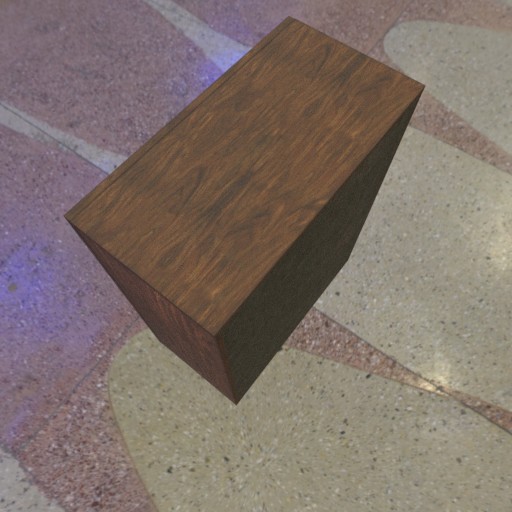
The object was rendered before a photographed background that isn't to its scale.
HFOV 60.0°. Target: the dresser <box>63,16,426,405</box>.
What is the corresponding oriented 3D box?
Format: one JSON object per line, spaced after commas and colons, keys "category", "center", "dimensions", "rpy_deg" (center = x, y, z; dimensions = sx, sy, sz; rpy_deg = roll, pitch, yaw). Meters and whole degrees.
{"category": "dresser", "center": [0.000, 0.000, 1.778], "dimensions": [0.498, 1.365, 0.919], "rpy_deg": [35, 69, 15]}
